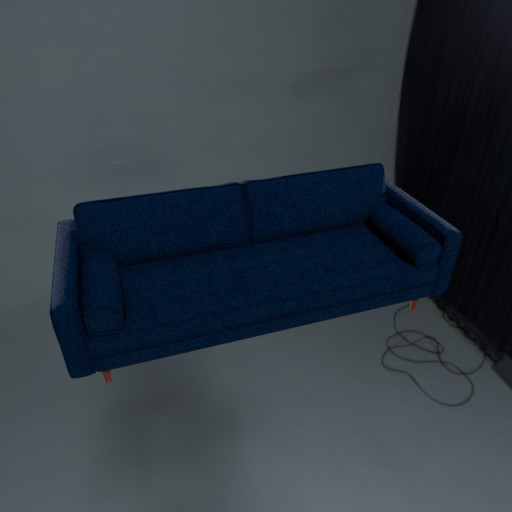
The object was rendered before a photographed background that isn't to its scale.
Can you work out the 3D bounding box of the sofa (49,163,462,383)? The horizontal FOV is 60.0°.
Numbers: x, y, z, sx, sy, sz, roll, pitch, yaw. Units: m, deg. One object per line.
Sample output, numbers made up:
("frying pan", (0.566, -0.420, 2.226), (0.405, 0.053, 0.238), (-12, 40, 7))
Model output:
("sofa", (0.000, 0.000, 2.671), (2.210, 0.762, 0.914), (-10, 35, -15))
